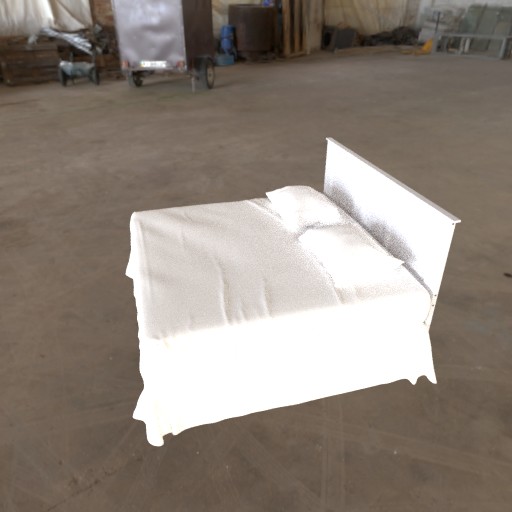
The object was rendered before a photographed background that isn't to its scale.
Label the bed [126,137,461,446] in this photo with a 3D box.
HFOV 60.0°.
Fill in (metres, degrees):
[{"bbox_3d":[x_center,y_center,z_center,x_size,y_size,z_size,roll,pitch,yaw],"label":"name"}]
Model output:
[{"bbox_3d":[0.000,0.000,3.673,2.215,1.273,2.317,-8,31,-13],"label":"bed"}]
